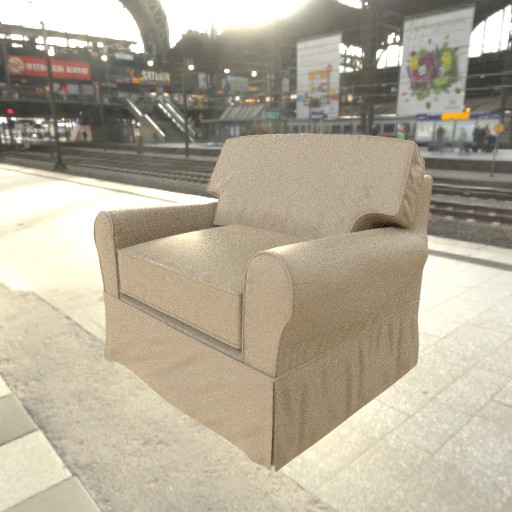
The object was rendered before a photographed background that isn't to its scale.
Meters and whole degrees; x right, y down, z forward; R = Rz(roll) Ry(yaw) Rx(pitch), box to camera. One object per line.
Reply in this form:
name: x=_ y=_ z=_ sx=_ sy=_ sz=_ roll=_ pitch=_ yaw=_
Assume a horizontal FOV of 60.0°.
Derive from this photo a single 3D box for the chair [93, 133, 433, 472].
chair: x=0.000 y=0.000 z=1.763 sx=0.903 sy=0.937 sz=1.096 roll=-15 pitch=21 yaw=-43
